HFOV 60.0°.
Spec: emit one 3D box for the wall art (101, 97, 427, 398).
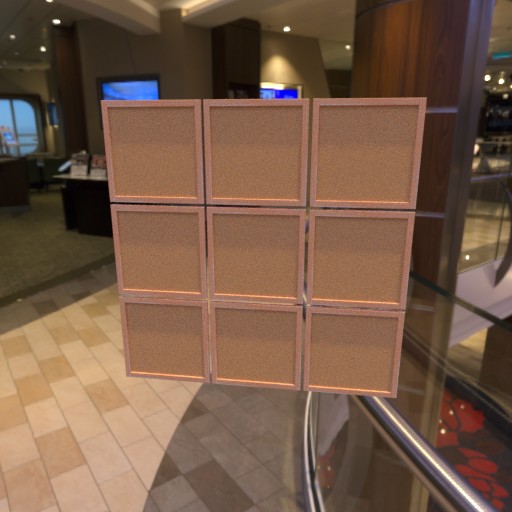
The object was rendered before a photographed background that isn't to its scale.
[{"bbox_3d":[0.000,0.000,1.362,0.911,0.910,0.012,2,16,8],"label":"wall art"}]
